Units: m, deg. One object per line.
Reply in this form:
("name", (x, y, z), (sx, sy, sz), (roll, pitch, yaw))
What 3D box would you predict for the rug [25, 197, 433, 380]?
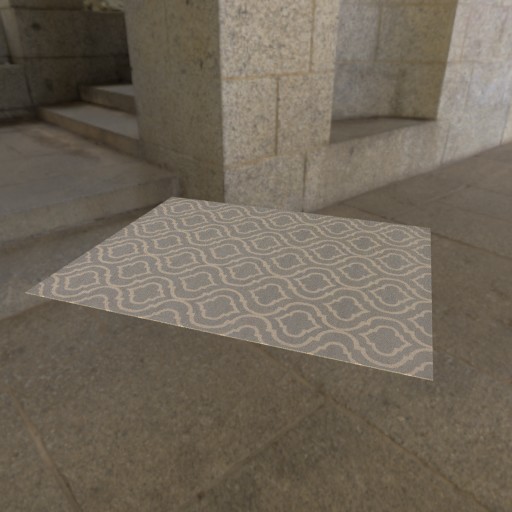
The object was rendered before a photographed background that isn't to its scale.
("rug", (0.000, 0.000, 3.882), (2.892, 0.006, 2.283), (9, 28, 17))
